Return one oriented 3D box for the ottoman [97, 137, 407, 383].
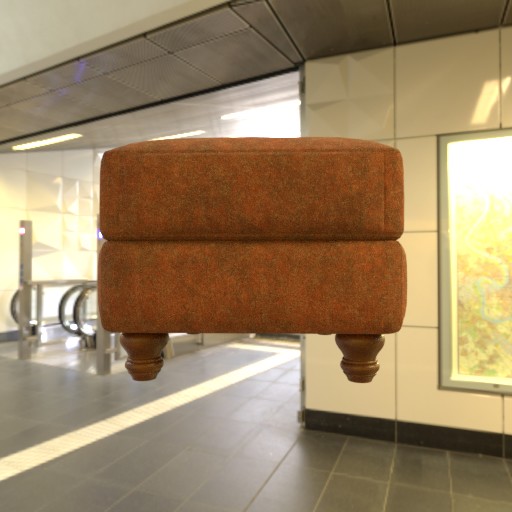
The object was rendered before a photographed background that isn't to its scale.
[{"bbox_3d":[0.000,0.000,1.191,0.635,0.508,0.787,0,-1,2],"label":"ottoman"}]
